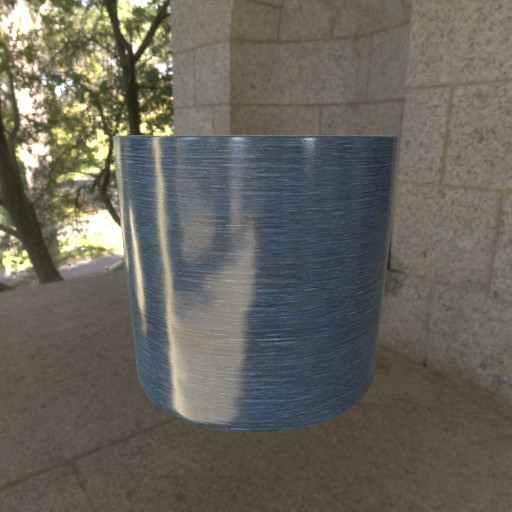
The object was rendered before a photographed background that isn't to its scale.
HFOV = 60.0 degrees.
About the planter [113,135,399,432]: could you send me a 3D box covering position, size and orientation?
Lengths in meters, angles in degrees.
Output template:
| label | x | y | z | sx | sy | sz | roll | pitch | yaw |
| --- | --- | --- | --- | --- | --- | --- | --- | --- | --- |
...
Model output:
| label | x | y | z | sx | sy | sz | roll | pitch | yaw |
| --- | --- | --- | --- | --- | --- | --- | --- | --- | --- |
| planter | 0.000 | 0.000 | 0.385 | 0.221 | 0.201 | 0.221 | 0 | 15 | 0 |
